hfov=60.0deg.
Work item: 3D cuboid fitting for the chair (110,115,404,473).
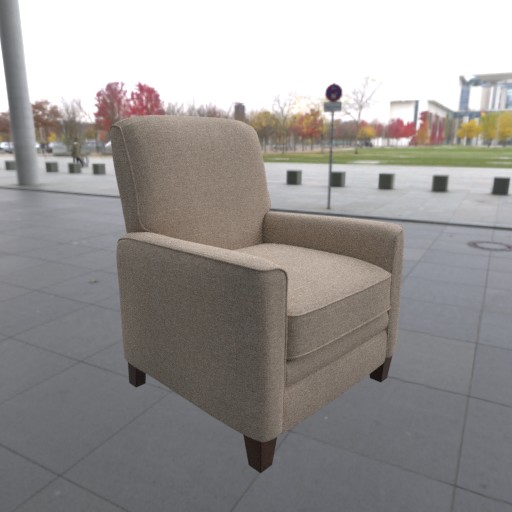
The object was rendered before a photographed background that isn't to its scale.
[{"bbox_3d":[0.000,0.000,1.664,0.858,1.028,0.841,13,20,42],"label":"chair"}]
